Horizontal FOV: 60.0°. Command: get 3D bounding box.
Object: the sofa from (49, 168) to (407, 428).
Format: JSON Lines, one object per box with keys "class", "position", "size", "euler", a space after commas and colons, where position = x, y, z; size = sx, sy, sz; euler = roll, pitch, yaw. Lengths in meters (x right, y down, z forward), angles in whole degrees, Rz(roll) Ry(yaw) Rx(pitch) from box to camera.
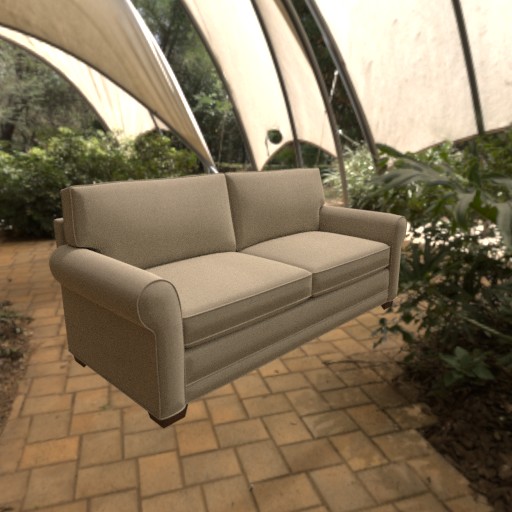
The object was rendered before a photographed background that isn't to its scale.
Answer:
{"class": "sofa", "position": [0.000, 0.000, 2.669], "size": [0.901, 0.962, 2.146], "euler": [14, 20, 42]}
